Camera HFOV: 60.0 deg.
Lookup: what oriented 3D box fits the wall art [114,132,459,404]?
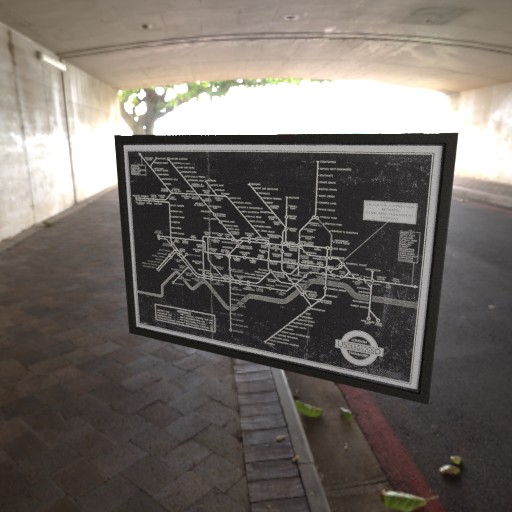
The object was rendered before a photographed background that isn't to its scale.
[{"bbox_3d":[0.000,0.000,1.526,1.192,0.811,0.013,7,16,25],"label":"wall art"}]
